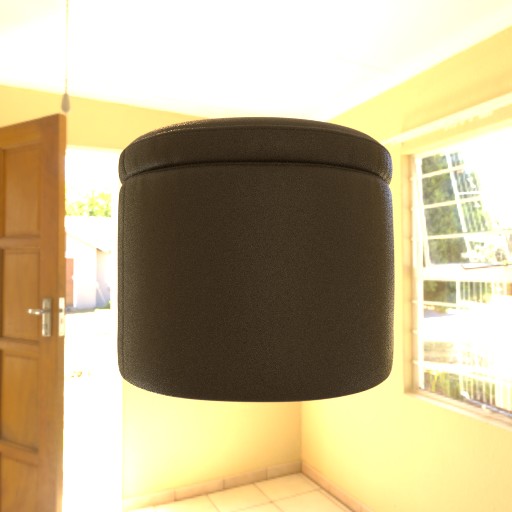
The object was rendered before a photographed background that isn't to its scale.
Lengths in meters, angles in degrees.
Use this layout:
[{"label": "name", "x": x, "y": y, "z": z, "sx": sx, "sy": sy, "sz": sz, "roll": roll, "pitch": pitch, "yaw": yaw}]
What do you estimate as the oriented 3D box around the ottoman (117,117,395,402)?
[{"label": "ottoman", "x": 0.000, "y": 0.000, "z": 0.836, "sx": 0.500, "sy": 0.409, "sz": 0.500, "roll": 0, "pitch": -2, "yaw": 0}]
